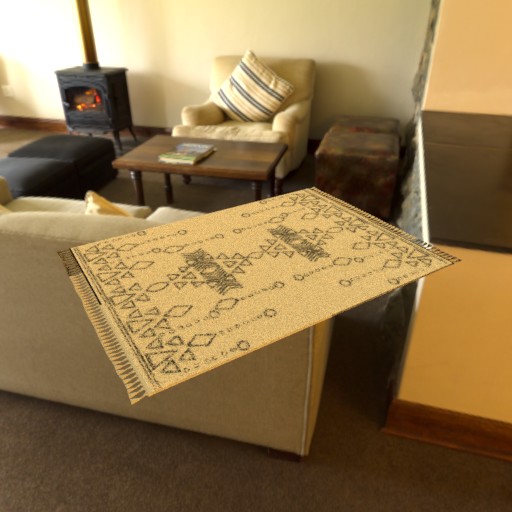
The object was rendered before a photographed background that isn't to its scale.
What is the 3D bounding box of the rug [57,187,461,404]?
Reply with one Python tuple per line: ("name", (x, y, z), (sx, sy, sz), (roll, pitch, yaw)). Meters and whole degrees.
("rug", (0.000, 0.000, 3.070), (2.312, 0.013, 1.600), (-18, 35, -28))
